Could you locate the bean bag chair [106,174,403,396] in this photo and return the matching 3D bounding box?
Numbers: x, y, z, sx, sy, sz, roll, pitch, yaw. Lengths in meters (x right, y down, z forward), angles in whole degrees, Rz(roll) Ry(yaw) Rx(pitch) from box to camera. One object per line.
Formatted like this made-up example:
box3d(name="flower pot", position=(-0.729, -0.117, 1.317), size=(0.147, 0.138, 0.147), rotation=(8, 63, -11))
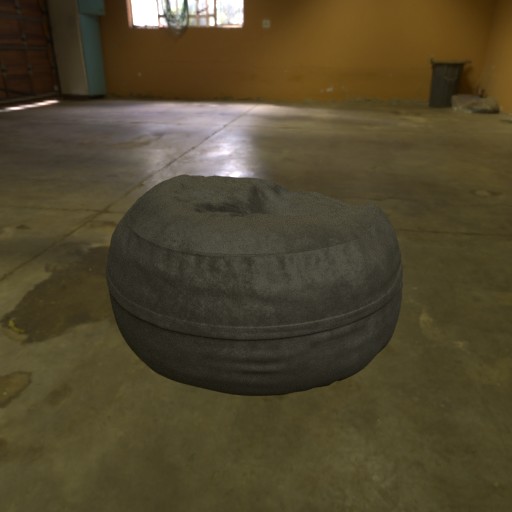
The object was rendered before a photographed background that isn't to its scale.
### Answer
box3d(name="bean bag chair", position=(0.000, 0.000, 2.367), size=(1.525, 0.751, 1.525), rotation=(0, 25, 0))
